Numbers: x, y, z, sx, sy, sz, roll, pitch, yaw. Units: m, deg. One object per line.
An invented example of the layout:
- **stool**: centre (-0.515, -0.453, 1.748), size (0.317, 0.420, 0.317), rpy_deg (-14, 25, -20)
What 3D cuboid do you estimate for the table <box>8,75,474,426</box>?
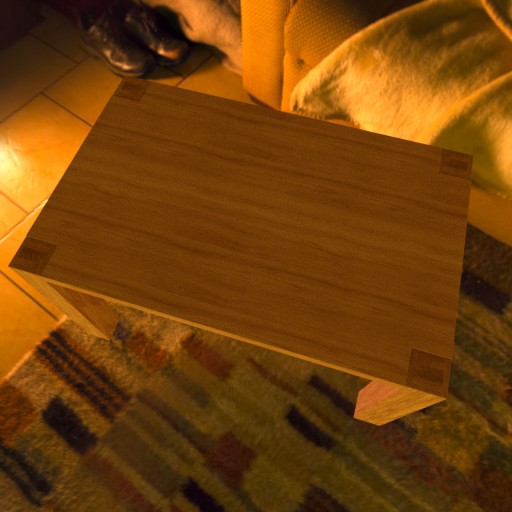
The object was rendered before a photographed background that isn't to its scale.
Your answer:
- **table**: centre (0.000, 0.000, 1.866), size (1.400, 0.760, 0.900), rpy_deg (15, 65, 7)
